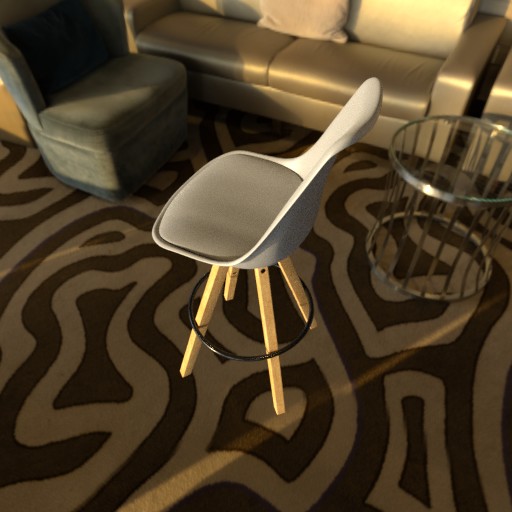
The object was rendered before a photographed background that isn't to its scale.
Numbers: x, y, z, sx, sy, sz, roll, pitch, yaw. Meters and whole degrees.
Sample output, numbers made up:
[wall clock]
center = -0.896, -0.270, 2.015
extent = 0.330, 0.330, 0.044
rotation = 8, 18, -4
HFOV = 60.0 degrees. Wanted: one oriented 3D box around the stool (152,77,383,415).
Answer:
[stool]
center = 0.000, 0.000, 1.384
extent = 0.550, 1.115, 0.485
rotation = 17, 49, 15
